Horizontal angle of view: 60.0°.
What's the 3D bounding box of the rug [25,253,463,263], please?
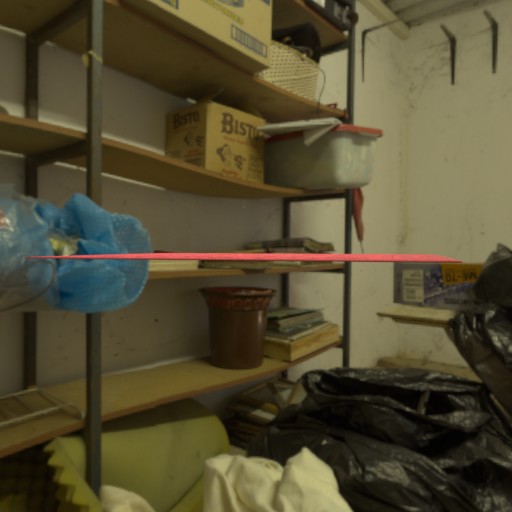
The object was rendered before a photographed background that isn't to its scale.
[{"bbox_3d":[0.000,0.000,2.307,1.814,0.008,1.209,0,1,18],"label":"rug"}]
